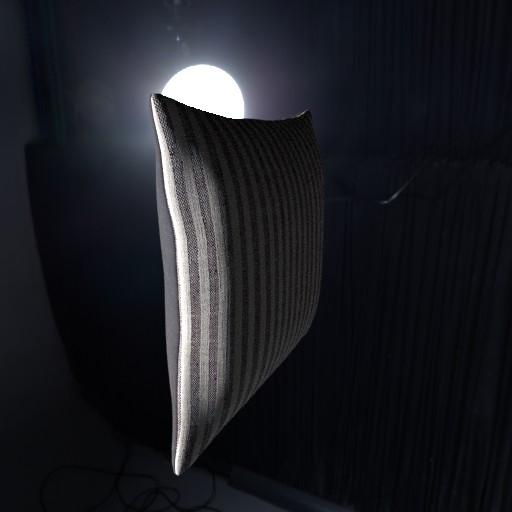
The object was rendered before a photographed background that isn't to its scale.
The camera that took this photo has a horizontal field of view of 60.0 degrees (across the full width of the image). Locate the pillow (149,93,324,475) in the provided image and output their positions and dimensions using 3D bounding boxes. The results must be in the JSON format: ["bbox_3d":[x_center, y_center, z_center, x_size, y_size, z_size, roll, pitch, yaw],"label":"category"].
[{"bbox_3d":[0.000,0.000,0.776,0.166,0.506,0.523,8,18,25],"label":"pillow"}]
